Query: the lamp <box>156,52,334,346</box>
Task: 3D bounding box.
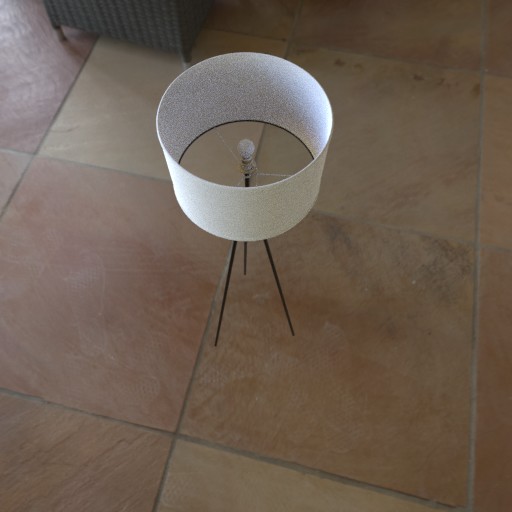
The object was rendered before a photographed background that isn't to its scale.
[{"bbox_3d":[0.000,0.000,1.722,0.458,1.545,0.448,15,66,7],"label":"lamp"}]
